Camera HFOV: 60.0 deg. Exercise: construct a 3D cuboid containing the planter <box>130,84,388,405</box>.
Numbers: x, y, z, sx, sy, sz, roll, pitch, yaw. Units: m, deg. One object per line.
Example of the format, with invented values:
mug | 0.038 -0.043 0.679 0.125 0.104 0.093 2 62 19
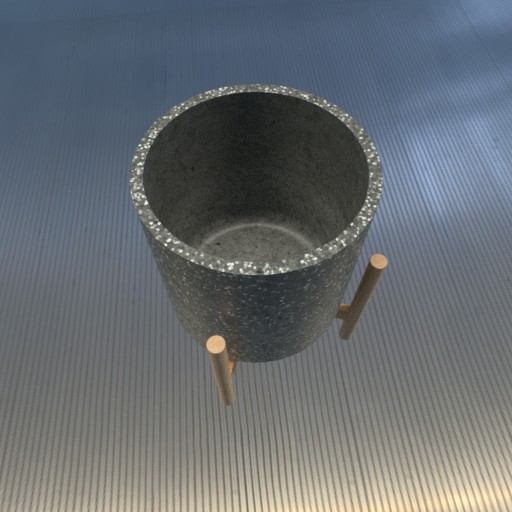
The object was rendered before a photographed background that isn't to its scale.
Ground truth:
planter | 0.000 0.000 0.714 0.360 0.419 0.360 35 64 19
